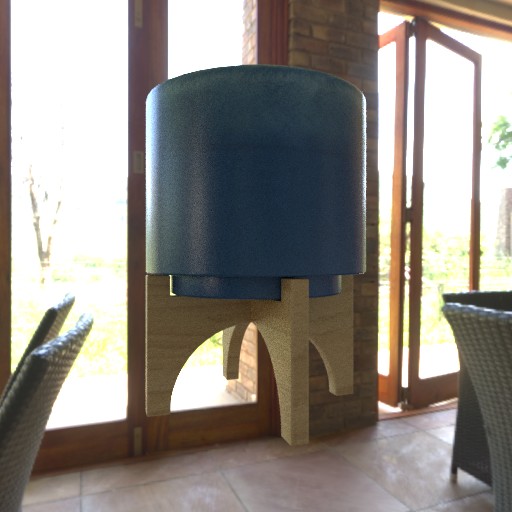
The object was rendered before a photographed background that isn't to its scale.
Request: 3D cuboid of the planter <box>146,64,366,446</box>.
[{"bbox_3d":[0.000,0.000,0.399,0.192,0.263,0.192,0,0,0],"label":"planter"}]
